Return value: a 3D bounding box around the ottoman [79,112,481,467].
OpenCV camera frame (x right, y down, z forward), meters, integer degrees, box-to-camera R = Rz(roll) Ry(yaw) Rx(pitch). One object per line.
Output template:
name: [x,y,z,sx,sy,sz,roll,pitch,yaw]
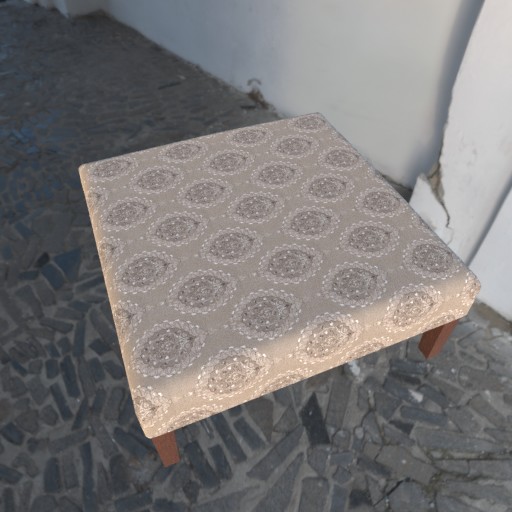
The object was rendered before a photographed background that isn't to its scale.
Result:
ottoman: [0.000,0.000,1.390,0.890,0.411,0.889,-17,50,-15]
